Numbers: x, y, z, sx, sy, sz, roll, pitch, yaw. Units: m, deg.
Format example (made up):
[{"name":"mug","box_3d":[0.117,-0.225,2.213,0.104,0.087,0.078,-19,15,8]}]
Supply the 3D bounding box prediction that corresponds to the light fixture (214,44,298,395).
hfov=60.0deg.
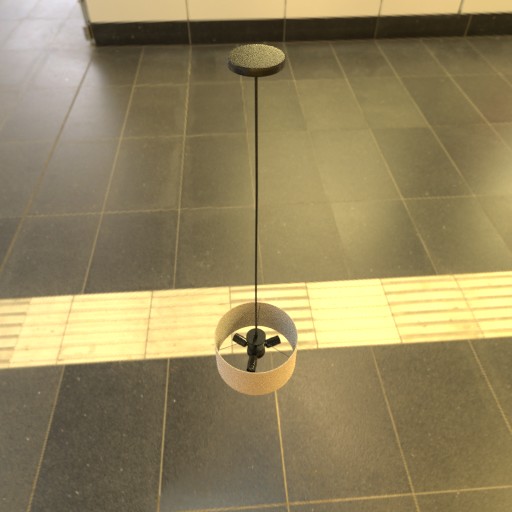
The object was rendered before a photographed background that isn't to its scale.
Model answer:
[{"name":"light fixture","box_3d":[0.000,0.000,1.702,0.399,1.516,0.399,0,47,0]}]
